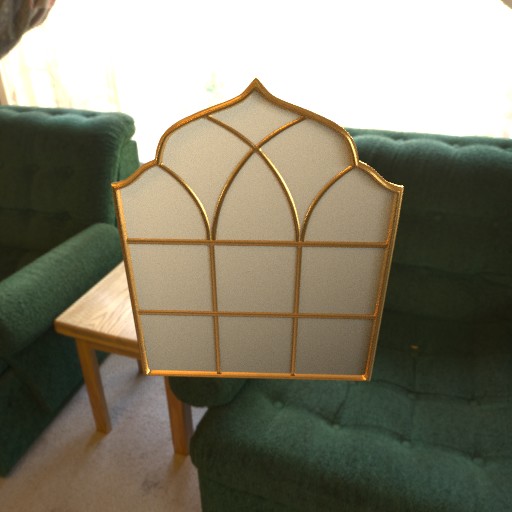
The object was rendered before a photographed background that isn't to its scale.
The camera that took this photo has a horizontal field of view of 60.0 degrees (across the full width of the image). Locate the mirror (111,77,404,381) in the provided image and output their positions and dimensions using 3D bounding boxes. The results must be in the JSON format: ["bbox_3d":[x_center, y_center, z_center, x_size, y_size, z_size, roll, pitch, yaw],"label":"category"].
[{"bbox_3d":[0.000,0.000,0.841,0.513,0.635,0.018,1,30,2],"label":"mirror"}]
